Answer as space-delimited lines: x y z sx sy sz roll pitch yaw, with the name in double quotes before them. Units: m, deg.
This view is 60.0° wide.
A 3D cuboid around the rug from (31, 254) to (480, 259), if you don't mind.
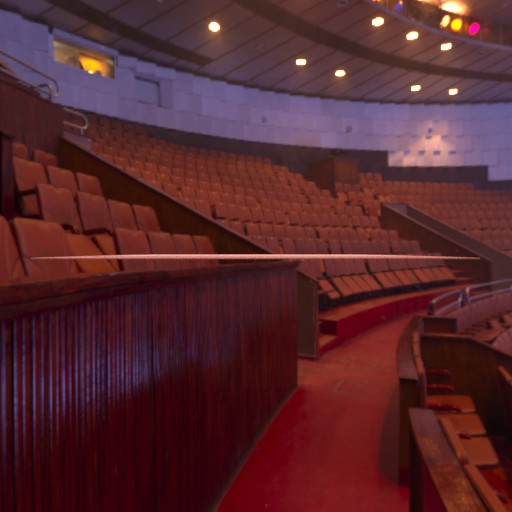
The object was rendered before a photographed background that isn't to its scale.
"rug" 0.000 0.000 4.224 3.048 0.014 2.438 0 1 0
